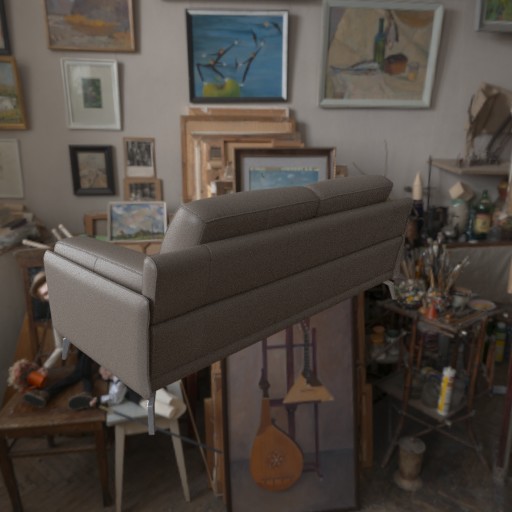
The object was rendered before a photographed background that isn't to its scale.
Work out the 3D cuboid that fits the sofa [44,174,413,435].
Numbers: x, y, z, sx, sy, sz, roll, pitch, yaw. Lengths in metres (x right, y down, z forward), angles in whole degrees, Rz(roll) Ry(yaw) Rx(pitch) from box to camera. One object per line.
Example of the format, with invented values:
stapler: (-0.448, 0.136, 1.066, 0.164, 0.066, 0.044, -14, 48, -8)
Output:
sofa: (0.000, 0.000, 2.613, 1.049, 0.930, 2.101, 15, 22, 42)
